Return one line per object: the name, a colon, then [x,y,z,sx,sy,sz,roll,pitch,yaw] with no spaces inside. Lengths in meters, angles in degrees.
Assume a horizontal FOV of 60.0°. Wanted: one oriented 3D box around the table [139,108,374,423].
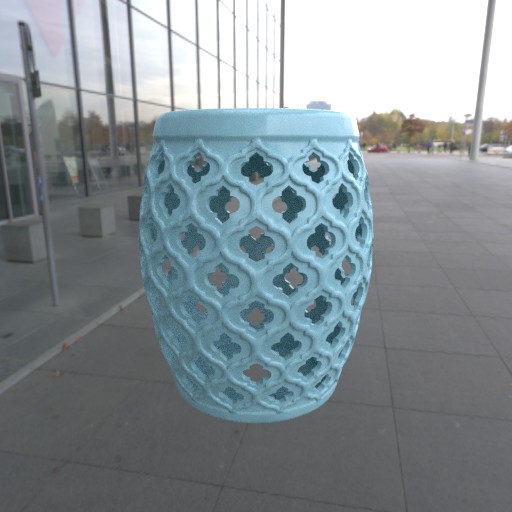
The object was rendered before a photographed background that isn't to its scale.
table: [0.000,0.000,0.639,0.325,0.388,0.325,0,14,0]
